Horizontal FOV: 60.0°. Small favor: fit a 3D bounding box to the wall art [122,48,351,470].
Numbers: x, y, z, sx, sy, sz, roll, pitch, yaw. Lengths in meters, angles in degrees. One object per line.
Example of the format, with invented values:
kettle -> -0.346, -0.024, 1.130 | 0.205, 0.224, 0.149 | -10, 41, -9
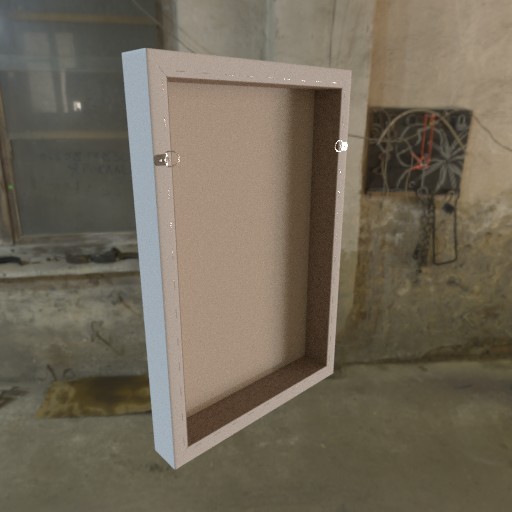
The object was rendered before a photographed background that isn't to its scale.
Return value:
wall art -> 0.000, 0.000, 0.475 | 0.252, 0.381, 0.039 | -16, 24, -40
